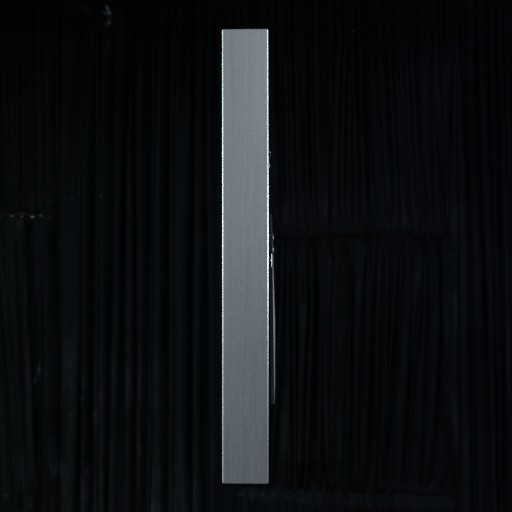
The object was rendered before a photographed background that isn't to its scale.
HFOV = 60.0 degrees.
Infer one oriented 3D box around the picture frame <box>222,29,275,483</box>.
[{"bbox_3d":[0.000,0.000,0.281,0.028,0.208,0.157,0,0,1],"label":"picture frame"}]
